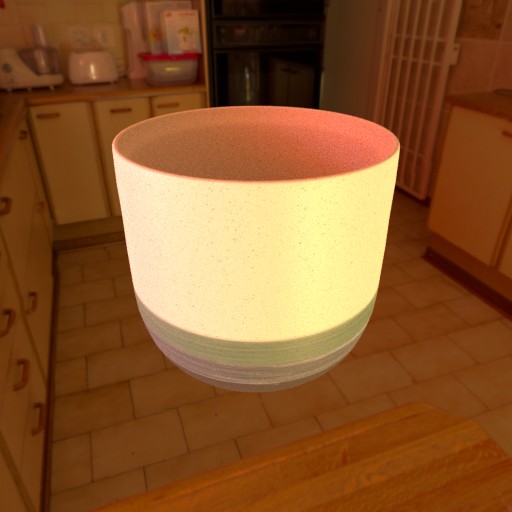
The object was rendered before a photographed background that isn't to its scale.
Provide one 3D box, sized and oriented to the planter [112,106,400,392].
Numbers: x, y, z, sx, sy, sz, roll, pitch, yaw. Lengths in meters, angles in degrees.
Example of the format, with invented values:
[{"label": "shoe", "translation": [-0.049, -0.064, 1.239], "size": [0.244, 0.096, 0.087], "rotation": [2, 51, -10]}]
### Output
[{"label": "planter", "translation": [0.000, 0.000, 0.491], "size": [0.268, 0.270, 0.268], "rotation": [0, 30, 0]}]
